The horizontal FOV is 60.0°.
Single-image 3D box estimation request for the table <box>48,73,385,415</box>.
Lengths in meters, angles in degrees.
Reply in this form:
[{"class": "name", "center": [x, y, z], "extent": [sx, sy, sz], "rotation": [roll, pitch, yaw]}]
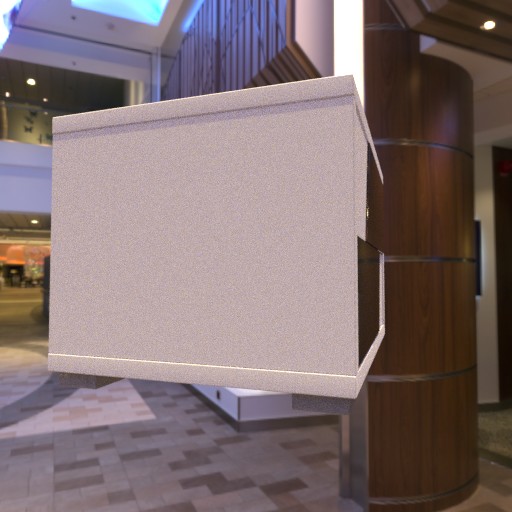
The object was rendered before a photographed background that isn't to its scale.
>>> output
[{"class": "table", "center": [0.000, 0.000, 0.765], "extent": [0.399, 0.357, 0.517], "rotation": [-1, -3, 19]}]
